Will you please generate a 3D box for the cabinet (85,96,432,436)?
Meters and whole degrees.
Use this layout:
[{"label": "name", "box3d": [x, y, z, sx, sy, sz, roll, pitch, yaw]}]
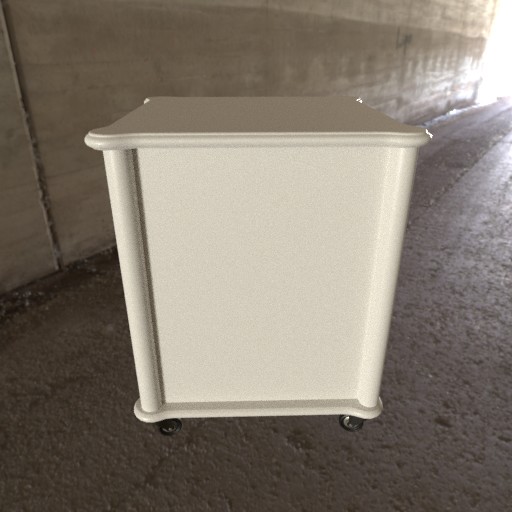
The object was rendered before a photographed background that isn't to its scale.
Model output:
[{"label": "cabinet", "box3d": [0.000, 0.000, 1.205, 0.627, 0.761, 0.628, -1, 26, -1]}]
